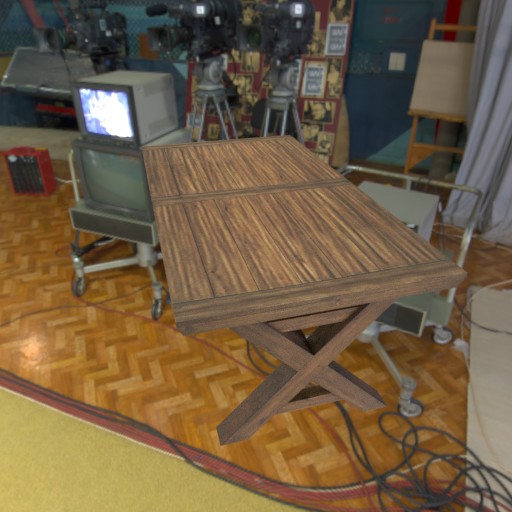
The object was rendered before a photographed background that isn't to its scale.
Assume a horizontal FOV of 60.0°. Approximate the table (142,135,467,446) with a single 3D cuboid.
[{"bbox_3d":[0.000,0.000,2.527,1.071,0.793,1.966,-8,31,-13],"label":"table"}]
